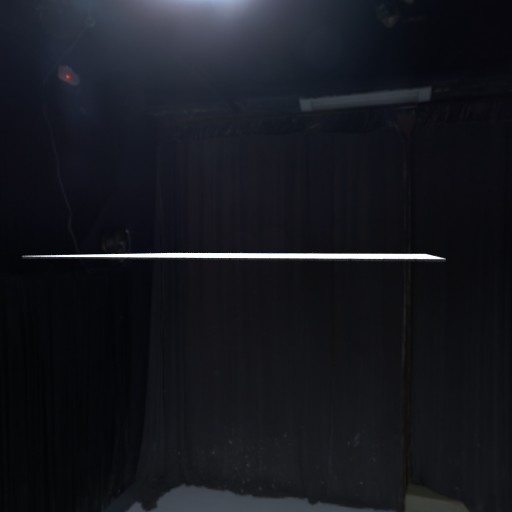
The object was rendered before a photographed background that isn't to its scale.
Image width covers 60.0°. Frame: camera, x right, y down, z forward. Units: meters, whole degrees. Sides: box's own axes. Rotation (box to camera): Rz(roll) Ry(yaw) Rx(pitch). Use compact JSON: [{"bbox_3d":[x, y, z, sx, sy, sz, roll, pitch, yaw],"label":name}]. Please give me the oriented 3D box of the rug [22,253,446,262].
[{"bbox_3d":[0.000,0.000,3.984,2.959,0.016,2.317,0,1,18],"label":"rug"}]
